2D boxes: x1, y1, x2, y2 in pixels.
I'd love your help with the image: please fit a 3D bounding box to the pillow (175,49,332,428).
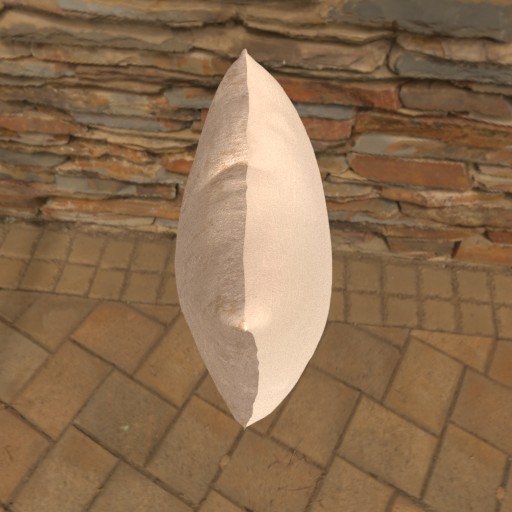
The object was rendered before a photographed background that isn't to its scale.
[{"bbox_3d":[0.000,0.000,0.719,0.245,0.448,0.450,1,58,1],"label":"pillow"}]
